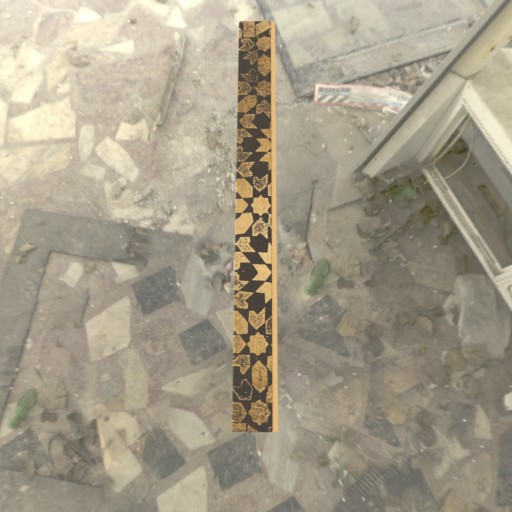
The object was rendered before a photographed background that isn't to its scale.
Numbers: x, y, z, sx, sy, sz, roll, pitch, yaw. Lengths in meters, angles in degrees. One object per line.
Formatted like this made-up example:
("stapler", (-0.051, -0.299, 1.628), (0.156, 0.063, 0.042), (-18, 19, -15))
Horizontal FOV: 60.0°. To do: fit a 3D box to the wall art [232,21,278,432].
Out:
("wall art", (0.000, 0.000, 0.610), (0.038, 0.405, 0.405), (0, 75, 0))
